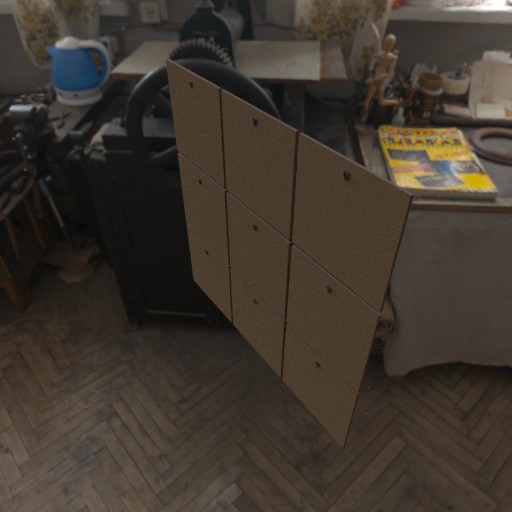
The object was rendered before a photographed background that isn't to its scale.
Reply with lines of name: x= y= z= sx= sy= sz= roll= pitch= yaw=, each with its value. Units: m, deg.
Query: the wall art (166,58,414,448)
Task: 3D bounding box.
wall art: x=0.000 y=0.000 z=2.246 sx=0.019 sy=1.532 sz=1.533 roll=-25 pitch=47 yaw=-26
